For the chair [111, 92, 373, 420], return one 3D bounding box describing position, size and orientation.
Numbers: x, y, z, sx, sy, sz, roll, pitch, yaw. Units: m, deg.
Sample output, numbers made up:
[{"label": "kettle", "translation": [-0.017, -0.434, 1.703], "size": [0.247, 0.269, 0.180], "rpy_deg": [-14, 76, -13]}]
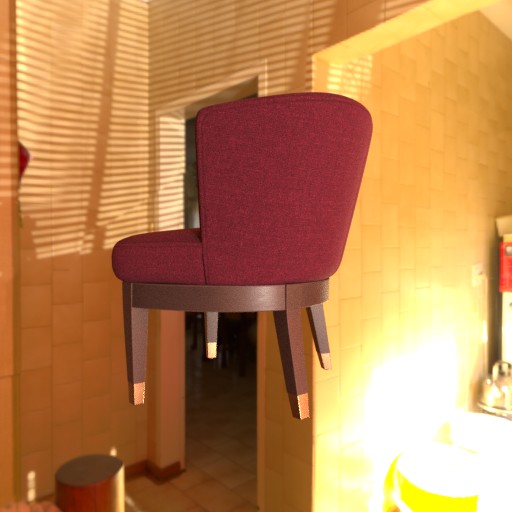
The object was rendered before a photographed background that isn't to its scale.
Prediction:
[{"label": "chair", "translation": [0.000, 0.000, 1.305], "size": [0.660, 0.760, 0.700], "rpy_deg": [0, 1, 17]}]
